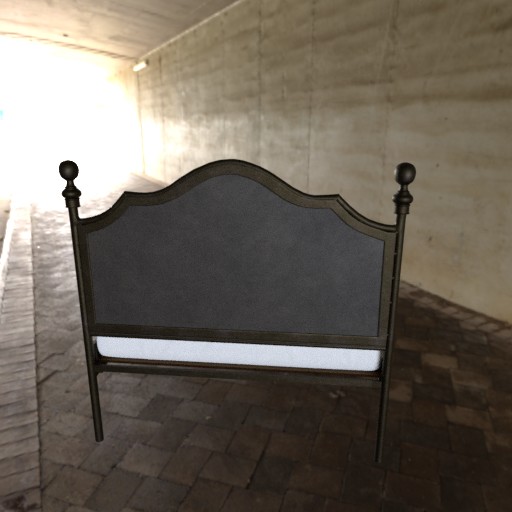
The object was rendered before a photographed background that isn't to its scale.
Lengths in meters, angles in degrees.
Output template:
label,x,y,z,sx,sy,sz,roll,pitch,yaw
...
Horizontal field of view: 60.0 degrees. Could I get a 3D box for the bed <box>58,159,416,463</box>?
label,x,y,z,sx,sy,sz,roll,pitch,yaw
bed,0.000,0.000,3.071,1.533,1.462,2.170,2,16,6
